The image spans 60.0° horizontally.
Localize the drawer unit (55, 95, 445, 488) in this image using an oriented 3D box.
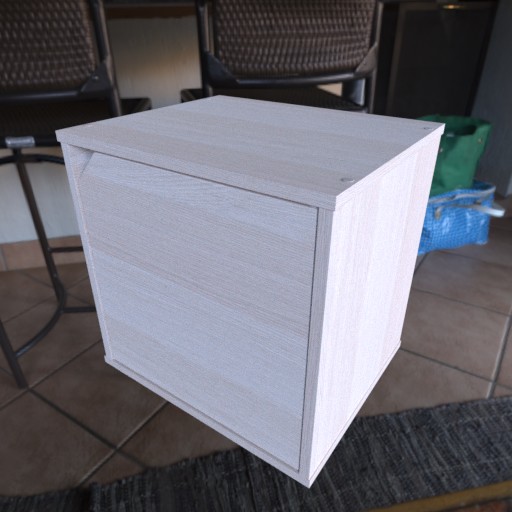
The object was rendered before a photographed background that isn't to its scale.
[{"bbox_3d":[0.000,0.000,0.598,0.349,0.344,0.290,19,34,30],"label":"drawer unit"}]
